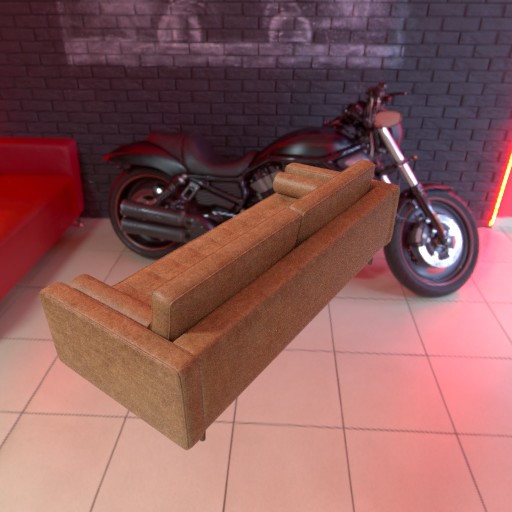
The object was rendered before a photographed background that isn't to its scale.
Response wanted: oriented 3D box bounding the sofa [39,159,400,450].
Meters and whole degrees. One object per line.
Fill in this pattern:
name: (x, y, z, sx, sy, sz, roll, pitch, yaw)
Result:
sofa: (0.000, 0.000, 2.638, 0.919, 0.770, 2.200, 20, 36, 30)
